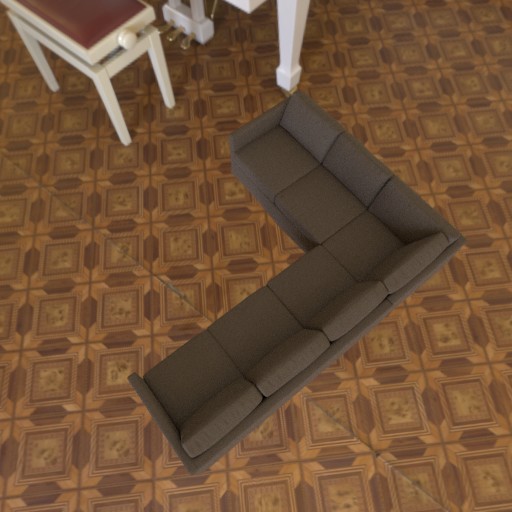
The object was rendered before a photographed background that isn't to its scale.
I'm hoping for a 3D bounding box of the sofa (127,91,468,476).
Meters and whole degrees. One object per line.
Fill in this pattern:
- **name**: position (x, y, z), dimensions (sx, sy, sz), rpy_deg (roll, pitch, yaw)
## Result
- **sofa**: position (0.000, 0.000, 4.345), dimensions (3.182, 0.871, 2.432), rpy_deg (-36, 70, -15)
